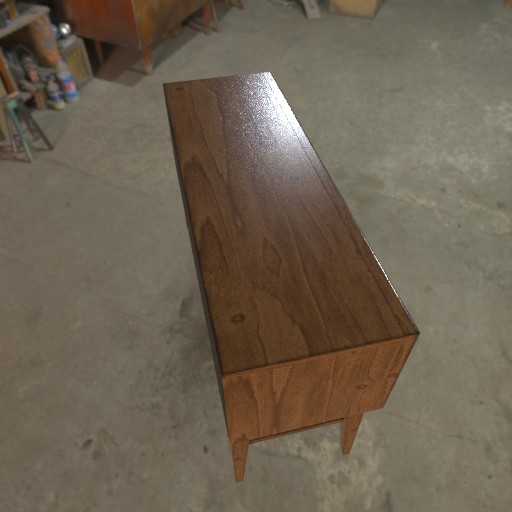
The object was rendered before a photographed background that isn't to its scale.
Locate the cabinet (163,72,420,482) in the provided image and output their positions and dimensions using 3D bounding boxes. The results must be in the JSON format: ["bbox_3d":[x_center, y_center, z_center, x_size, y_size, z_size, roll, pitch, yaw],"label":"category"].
[{"bbox_3d":[0.000,0.000,1.729,0.477,0.802,1.363,-10,48,-9],"label":"cabinet"}]
